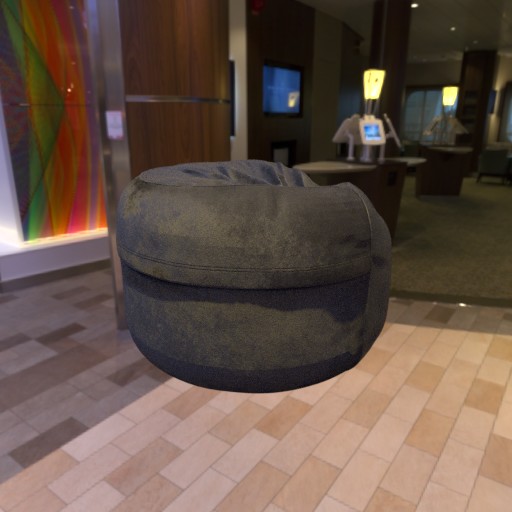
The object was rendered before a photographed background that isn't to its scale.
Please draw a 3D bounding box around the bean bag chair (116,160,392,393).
[{"bbox_3d":[0.000,0.000,1.542,0.918,0.605,0.918,0,18,0],"label":"bean bag chair"}]
